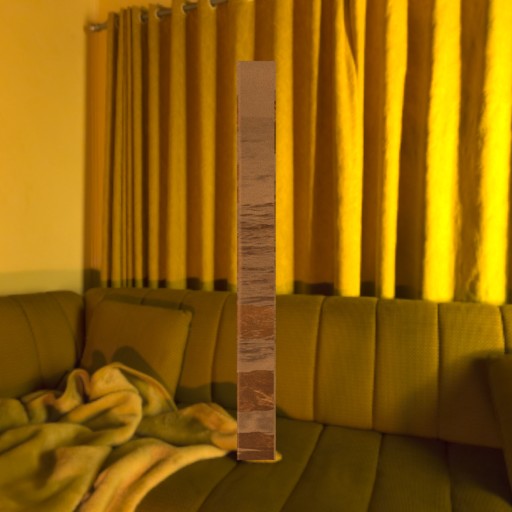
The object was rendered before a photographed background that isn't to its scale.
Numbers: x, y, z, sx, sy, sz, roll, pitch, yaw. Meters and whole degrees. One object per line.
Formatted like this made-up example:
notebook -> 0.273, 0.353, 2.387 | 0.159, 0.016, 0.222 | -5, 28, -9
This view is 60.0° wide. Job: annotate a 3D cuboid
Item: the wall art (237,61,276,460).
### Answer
wall art -> 0.000, 0.000, 0.754 | 0.041, 0.407, 0.606 | 0, 1, 0
